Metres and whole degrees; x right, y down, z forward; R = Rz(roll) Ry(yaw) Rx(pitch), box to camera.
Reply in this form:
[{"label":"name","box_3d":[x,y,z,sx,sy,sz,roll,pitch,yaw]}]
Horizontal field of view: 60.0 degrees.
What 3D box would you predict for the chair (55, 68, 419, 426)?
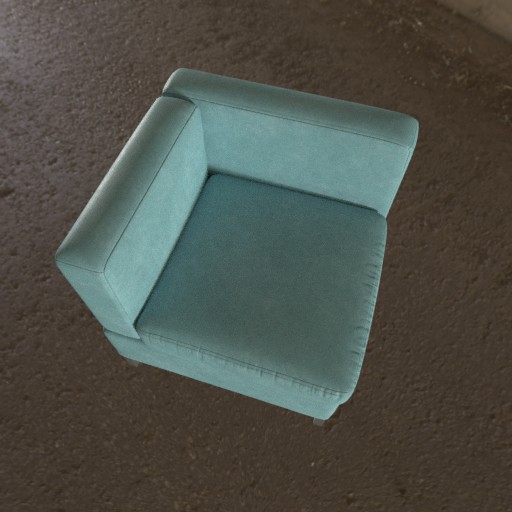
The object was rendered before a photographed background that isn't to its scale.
[{"label":"chair","box_3d":[0.000,0.000,1.249,0.680,0.660,0.680,15,60,9]}]
